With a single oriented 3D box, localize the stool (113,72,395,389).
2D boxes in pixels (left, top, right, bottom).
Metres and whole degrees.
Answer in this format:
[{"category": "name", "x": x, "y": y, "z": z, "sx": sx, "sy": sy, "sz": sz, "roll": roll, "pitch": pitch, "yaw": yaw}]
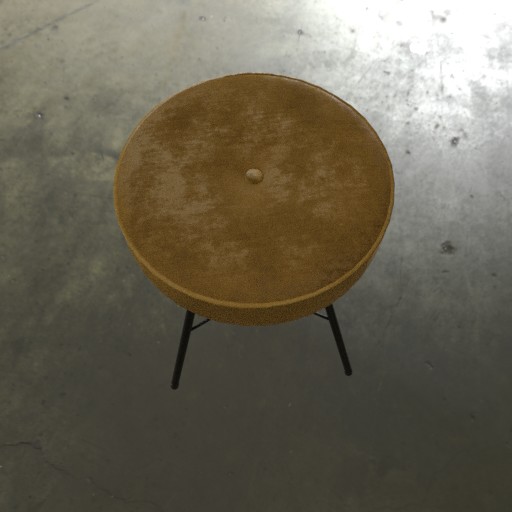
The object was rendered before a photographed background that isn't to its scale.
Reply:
[{"category": "stool", "x": 0.000, "y": 0.000, "z": 0.924, "sx": 0.472, "sy": 0.595, "sz": 0.438, "roll": -2, "pitch": 65, "yaw": -1}]
